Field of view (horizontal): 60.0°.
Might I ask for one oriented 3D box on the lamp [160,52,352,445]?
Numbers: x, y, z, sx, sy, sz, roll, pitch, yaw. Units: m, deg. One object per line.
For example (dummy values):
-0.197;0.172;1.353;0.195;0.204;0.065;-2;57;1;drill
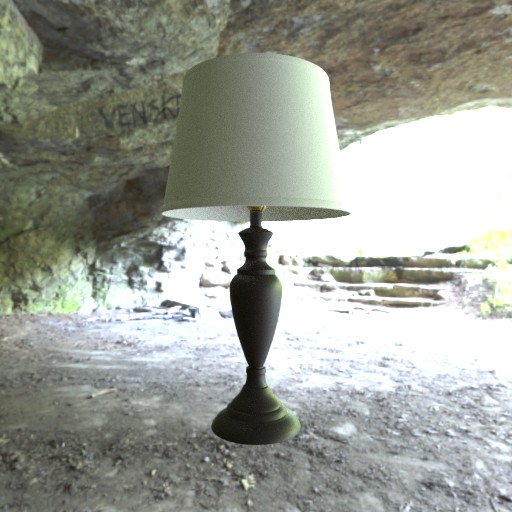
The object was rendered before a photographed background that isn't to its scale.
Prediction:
0.000;0.000;0.793;0.335;0.611;0.335;0;0;0;lamp
